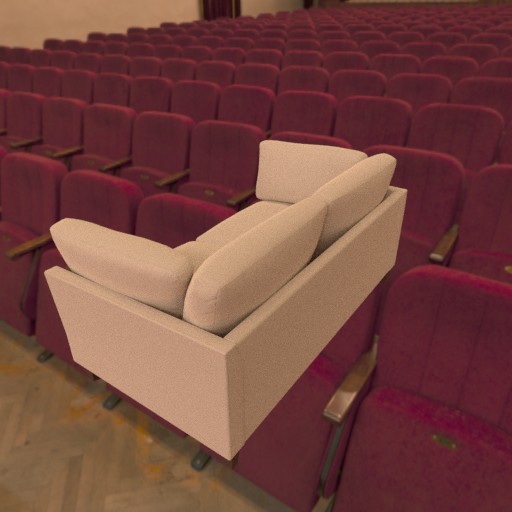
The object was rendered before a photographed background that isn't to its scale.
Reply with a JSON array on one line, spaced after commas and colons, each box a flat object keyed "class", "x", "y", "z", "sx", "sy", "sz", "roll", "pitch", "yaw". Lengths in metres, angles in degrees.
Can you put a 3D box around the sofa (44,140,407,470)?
[{"class": "sofa", "x": 0.000, "y": 0.000, "z": 2.315, "sx": 0.970, "sy": 0.836, "sz": 1.776, "roll": 19, "pitch": 34, "yaw": 30}]
